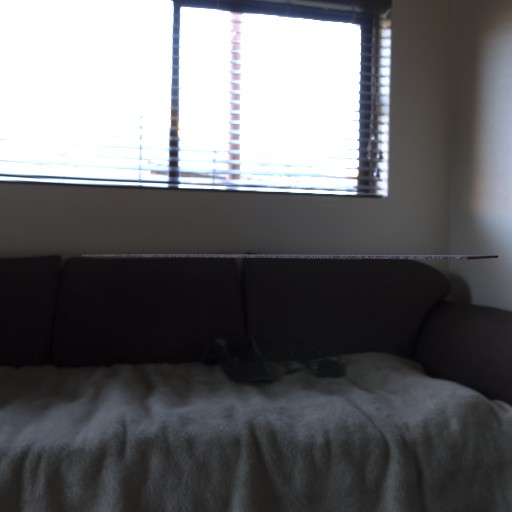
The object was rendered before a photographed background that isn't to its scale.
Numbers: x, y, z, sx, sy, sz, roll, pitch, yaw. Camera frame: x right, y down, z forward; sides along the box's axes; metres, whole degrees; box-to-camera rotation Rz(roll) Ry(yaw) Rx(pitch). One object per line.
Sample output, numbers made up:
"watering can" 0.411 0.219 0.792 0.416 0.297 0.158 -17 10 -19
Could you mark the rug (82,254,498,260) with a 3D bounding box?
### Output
"rug" 0.000 0.000 2.459 2.296 0.011 0.691 0 1 36
